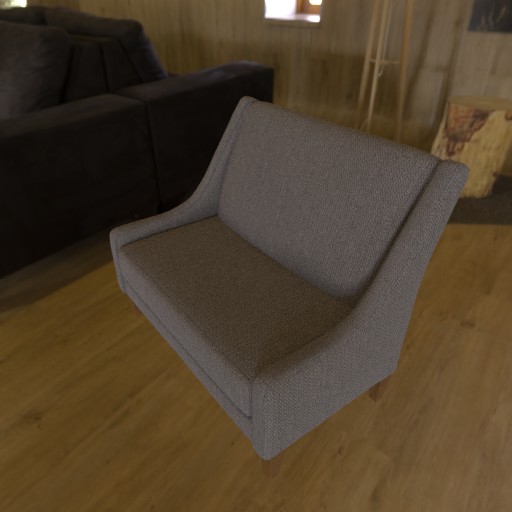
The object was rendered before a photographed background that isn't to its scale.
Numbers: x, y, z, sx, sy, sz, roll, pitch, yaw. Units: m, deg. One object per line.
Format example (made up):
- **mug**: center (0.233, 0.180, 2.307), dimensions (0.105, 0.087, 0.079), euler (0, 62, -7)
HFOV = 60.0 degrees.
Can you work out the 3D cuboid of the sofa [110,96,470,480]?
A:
- **sofa**: center (0.000, 0.000, 1.896), dimensions (0.873, 1.022, 1.242), euler (-22, 38, -31)
